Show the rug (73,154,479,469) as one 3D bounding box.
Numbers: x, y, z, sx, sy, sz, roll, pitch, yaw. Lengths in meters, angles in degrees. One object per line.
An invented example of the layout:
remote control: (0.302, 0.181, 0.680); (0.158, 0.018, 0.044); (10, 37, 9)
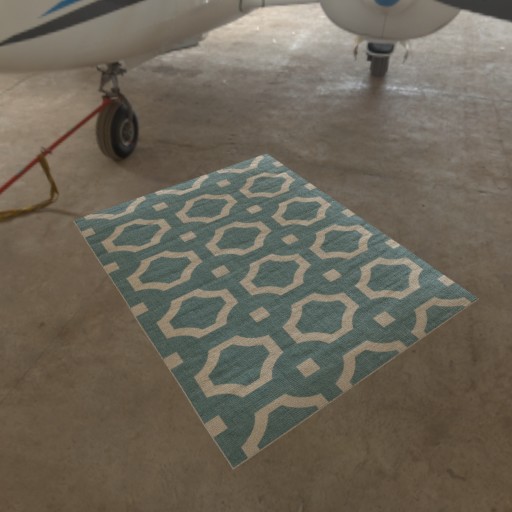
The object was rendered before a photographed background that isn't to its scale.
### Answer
rug: (0.000, 0.000, 4.145); (2.466, 0.021, 3.049); (-25, 47, -25)
